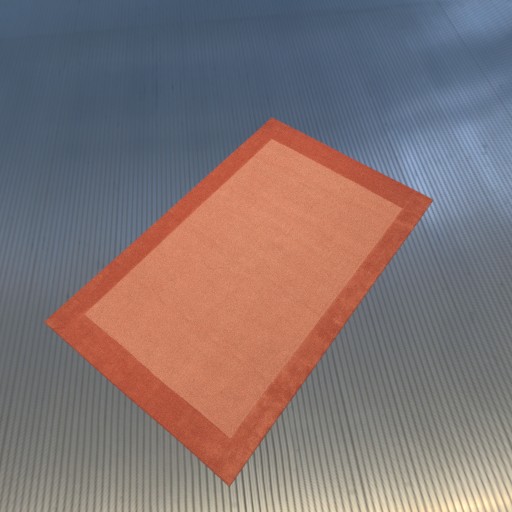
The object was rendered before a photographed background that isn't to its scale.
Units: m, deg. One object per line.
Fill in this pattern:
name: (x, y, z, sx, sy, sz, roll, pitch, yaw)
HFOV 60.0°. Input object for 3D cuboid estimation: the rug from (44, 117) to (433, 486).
rug: (0.000, 0.000, 3.083, 1.524, 0.014, 2.438, 33, 63, 19)
